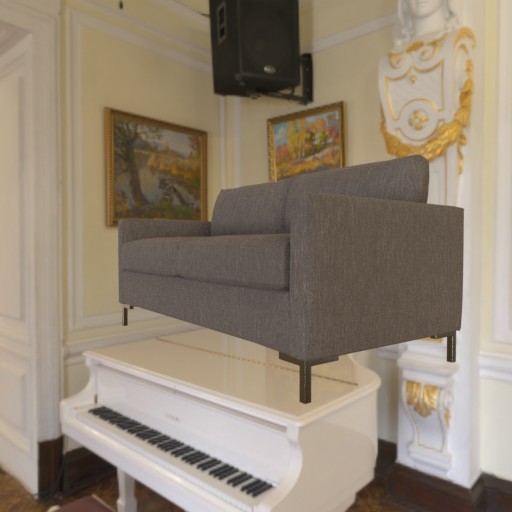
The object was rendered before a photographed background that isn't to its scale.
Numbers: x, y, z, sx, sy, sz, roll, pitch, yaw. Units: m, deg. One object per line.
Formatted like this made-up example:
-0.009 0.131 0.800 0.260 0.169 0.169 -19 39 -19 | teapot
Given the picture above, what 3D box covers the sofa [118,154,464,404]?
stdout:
0.000 0.000 2.185 0.875 0.840 1.682 -1 2 -36 | sofa
